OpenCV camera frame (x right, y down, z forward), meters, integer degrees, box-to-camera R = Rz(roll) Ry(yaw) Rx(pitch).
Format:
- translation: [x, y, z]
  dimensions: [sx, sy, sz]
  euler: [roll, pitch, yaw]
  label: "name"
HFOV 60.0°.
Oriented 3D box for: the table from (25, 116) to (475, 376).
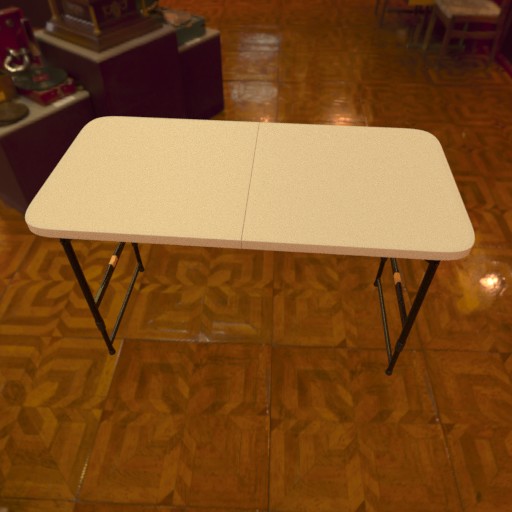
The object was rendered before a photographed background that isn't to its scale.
- translation: [0.000, 0.000, 1.618]
  dimensions: [1.245, 0.737, 0.611]
  euler: [3, 46, 3]
  label: "table"
